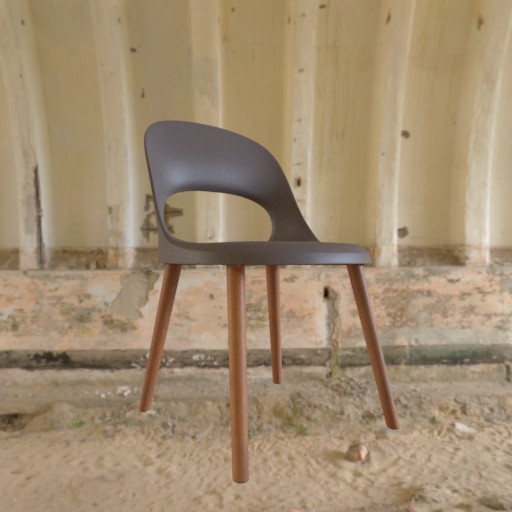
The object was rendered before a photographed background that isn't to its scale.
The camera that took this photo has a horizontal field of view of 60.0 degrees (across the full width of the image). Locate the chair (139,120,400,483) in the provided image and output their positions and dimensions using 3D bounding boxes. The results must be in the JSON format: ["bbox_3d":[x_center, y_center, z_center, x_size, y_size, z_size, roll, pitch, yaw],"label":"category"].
[{"bbox_3d":[0.000,0.000,1.108,0.470,0.794,0.556,0,0,-35],"label":"chair"}]
